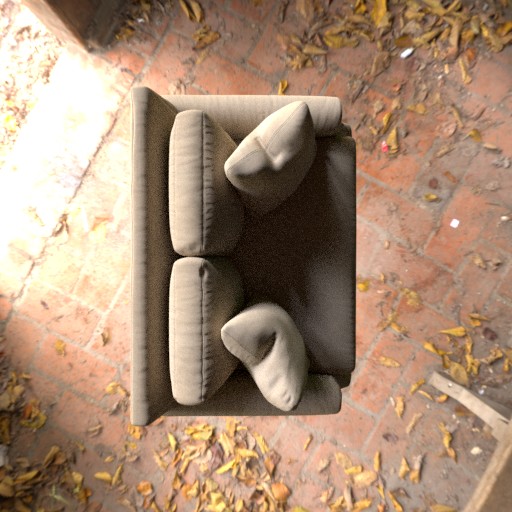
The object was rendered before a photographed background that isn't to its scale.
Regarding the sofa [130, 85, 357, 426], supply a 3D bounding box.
[{"bbox_3d":[0.000,0.000,2.204,1.070,0.905,1.550,0,91,0],"label":"sofa"}]
